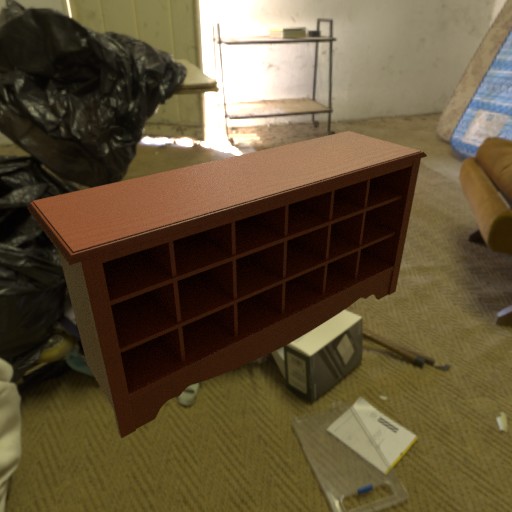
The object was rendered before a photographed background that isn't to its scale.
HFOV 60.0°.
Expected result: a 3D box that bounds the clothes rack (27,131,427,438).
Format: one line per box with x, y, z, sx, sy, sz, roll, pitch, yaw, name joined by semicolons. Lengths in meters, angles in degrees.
0.000;0.000;1.520;1.251;0.594;0.362;-20;36;-31;clothes rack
